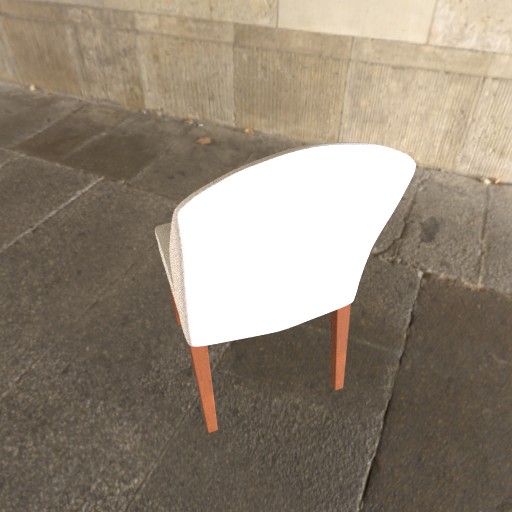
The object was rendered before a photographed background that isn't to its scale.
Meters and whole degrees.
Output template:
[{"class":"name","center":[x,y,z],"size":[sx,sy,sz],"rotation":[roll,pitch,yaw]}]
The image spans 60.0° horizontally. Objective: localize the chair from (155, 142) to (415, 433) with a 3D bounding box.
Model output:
[{"class":"chair","center":[0.000,0.000,1.197],"size":[0.472,0.893,0.540],"rotation":[-13,43,-15]}]
